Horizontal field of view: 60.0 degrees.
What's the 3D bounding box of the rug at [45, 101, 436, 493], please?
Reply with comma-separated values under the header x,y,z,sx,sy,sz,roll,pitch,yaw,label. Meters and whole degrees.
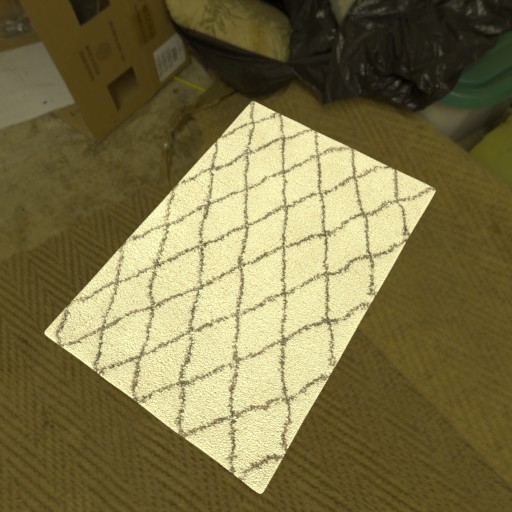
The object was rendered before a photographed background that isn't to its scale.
x,y,z,sx,sy,sz,roll,pitch,yaw,label
0.000,0.000,2.266,1.219,0.030,1.778,30,67,14,rug
